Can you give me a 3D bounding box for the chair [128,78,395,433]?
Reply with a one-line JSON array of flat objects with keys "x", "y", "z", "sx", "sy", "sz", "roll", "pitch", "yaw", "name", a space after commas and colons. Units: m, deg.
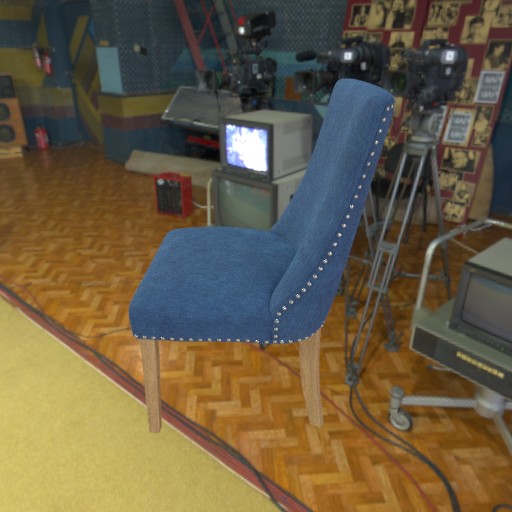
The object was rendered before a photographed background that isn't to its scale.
[{"x": 0.000, "y": 0.000, "z": 1.241, "sx": 0.610, "sy": 0.902, "sz": 0.495, "roll": 1, "pitch": 26, "yaw": 1, "name": "chair"}]
